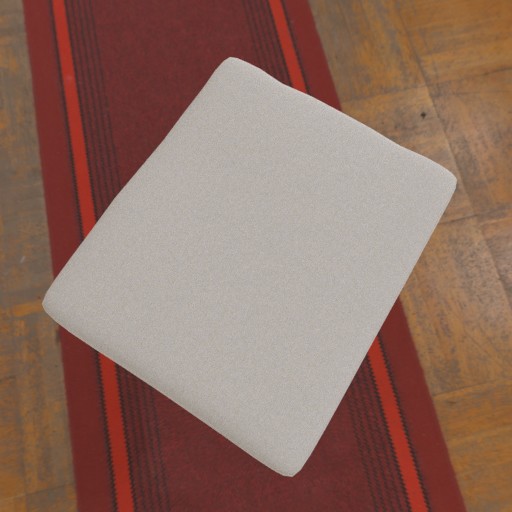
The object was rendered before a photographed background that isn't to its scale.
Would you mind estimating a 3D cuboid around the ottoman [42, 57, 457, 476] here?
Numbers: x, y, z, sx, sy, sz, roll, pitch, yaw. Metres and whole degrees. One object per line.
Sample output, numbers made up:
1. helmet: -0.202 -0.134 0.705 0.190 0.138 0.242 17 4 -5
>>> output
1. ottoman: 0.000 0.000 1.431 0.836 0.492 0.976 31 77 8
